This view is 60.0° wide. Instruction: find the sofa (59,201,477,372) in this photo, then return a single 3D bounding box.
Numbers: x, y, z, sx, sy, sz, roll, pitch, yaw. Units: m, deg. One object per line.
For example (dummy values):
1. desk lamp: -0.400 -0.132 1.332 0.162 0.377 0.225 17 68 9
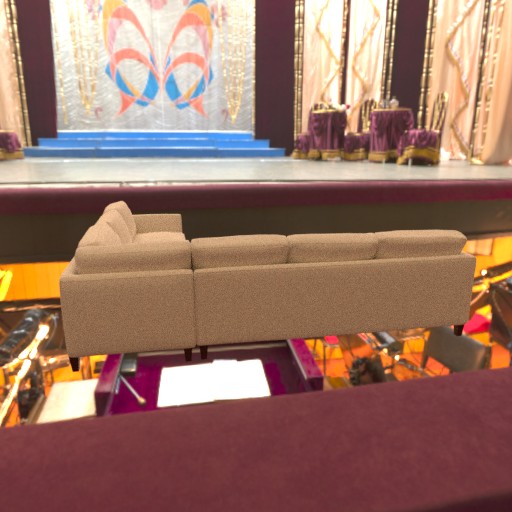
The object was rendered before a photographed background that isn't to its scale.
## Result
1. sofa: 0.000 0.000 4.611 3.302 0.947 2.593 -3 16 -10
